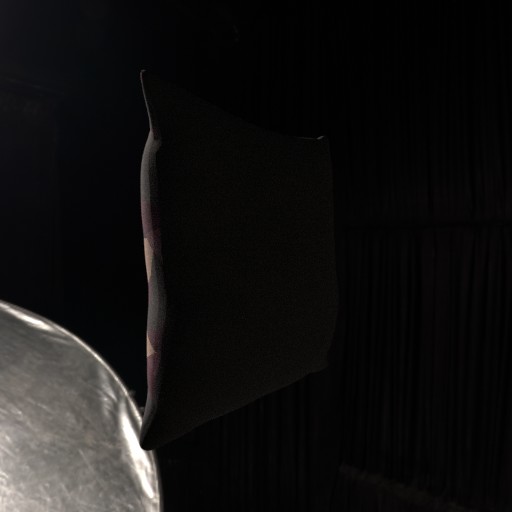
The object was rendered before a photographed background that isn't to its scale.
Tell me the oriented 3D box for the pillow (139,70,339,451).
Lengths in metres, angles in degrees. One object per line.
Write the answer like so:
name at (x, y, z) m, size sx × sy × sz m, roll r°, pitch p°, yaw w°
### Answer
pillow at (0.000, 0.000, 0.765) m, size 0.208 × 0.496 × 0.503 m, roll 1°, pitch 2°, yaw 37°
